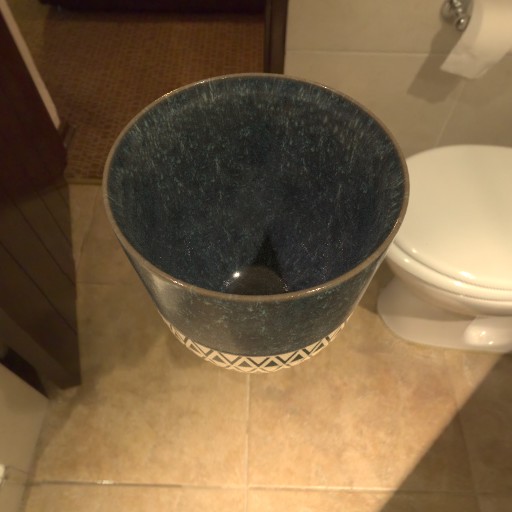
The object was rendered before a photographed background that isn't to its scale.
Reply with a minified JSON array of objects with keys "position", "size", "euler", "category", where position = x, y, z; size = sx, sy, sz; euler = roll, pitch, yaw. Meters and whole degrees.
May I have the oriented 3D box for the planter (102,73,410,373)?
[{"position":[0.000,0.000,0.374],"size":[0.195,0.214,0.195],"euler":[0,57,0],"category":"planter"}]
